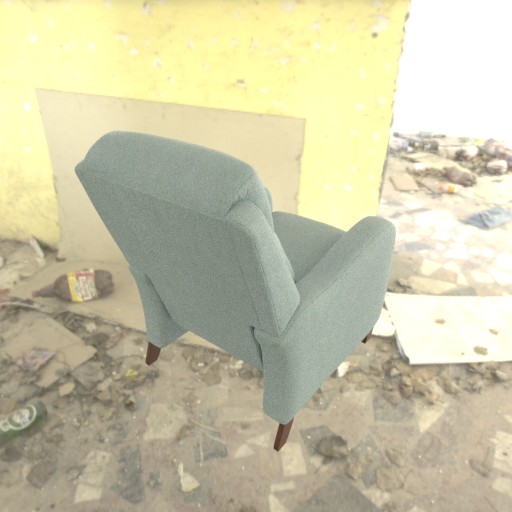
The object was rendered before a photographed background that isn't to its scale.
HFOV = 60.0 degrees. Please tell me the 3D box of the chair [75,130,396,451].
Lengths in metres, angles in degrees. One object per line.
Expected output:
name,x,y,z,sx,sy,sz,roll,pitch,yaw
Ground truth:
chair,0.000,0.000,1.748,0.785,1.067,0.988,21,36,32
